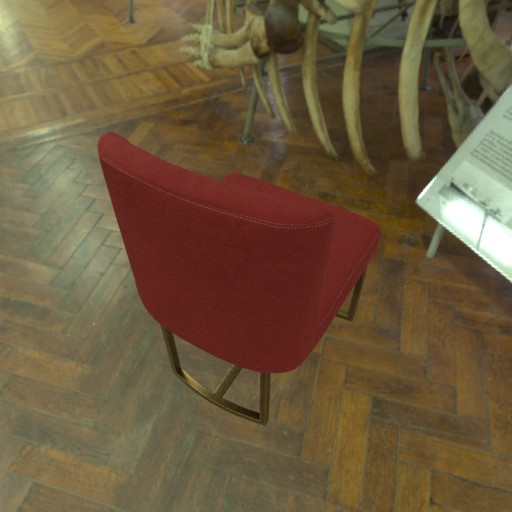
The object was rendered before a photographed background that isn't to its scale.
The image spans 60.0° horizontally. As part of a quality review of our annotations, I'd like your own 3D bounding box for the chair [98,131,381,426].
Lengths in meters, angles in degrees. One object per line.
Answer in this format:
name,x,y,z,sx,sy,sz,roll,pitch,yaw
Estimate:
chair,0.000,0.000,1.185,0.530,0.824,0.560,23,50,21
